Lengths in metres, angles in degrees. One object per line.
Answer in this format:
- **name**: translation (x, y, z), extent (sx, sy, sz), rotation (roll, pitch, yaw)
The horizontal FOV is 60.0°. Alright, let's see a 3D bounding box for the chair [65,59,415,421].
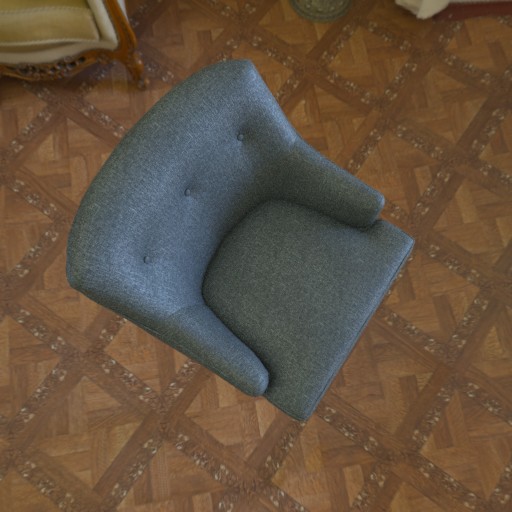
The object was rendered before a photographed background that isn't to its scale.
- **chair**: translation (0.000, 0.000, 1.595), extent (0.923, 0.856, 0.864), rotation (33, 78, 8)
